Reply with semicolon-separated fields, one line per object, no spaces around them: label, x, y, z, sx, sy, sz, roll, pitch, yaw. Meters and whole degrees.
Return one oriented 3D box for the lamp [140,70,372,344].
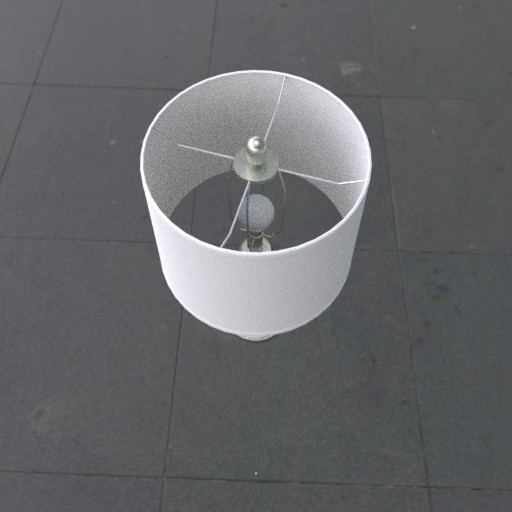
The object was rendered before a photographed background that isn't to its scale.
lamp;0.000;0.000;0.943;0.383;0.733;0.383;0;64;0
